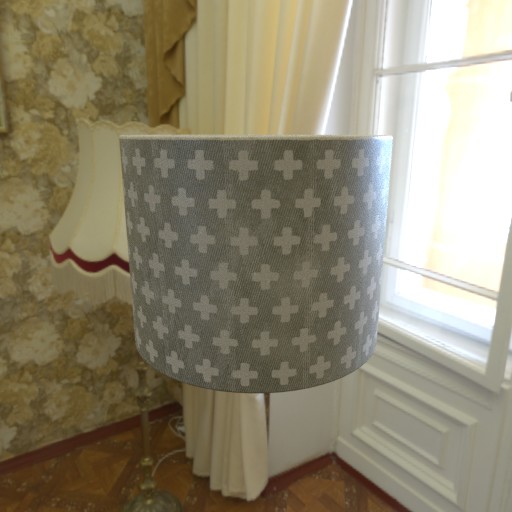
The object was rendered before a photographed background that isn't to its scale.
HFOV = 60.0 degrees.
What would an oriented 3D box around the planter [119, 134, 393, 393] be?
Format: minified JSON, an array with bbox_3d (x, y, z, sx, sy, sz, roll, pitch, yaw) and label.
[{"bbox_3d":[0.000,0.000,0.345,0.190,0.181,0.190,0,15,0],"label":"planter"}]
